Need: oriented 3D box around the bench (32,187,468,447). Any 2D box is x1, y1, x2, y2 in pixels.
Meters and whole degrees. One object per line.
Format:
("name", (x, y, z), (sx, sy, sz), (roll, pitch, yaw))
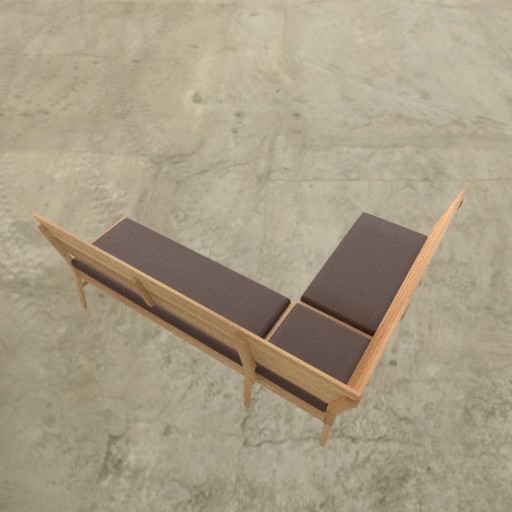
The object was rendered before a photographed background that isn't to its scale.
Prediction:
("bench", (0.000, 0.000, 2.826), (1.975, 0.890, 1.549), (25, 51, 21))
